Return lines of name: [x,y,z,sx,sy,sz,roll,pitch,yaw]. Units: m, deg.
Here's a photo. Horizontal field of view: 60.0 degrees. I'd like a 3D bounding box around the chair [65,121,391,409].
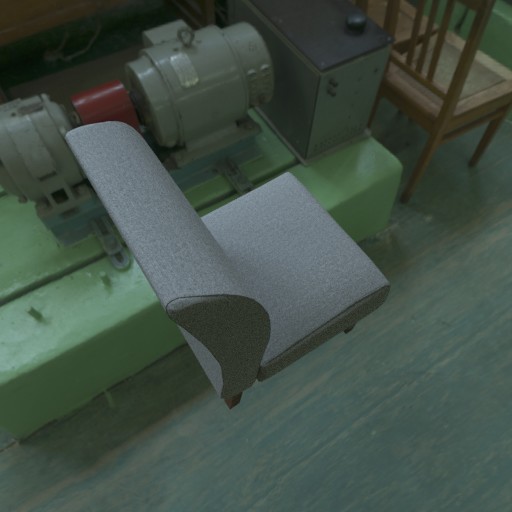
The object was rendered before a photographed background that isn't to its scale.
chair: [0.000,0.000,1.159,0.592,0.804,0.513,-30,63,-17]
